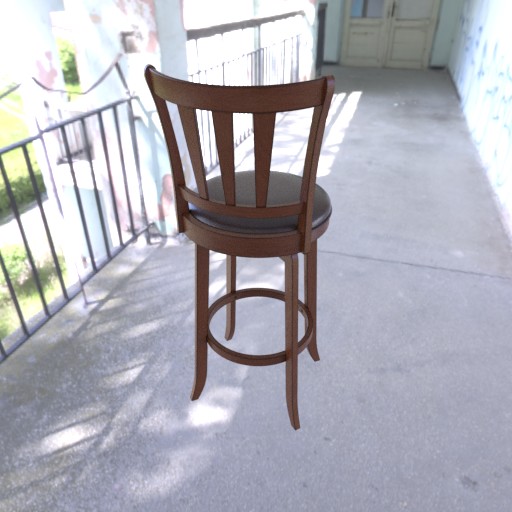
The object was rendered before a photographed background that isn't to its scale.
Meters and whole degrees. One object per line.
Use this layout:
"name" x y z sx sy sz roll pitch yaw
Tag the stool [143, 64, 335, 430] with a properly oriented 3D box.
"stool" 0.000 0.000 1.438 0.464 1.177 0.503 10 33 16
